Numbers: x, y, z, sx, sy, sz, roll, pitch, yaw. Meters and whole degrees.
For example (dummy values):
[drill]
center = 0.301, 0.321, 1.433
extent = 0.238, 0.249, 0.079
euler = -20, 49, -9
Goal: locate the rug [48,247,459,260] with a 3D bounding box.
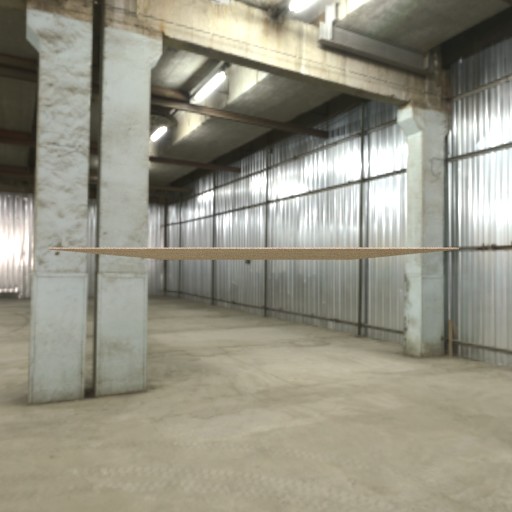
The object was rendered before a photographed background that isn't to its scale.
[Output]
[rug]
center = 0.000, 0.000, 3.909
extent = 2.313, 0.009, 2.939
euler = 0, -2, 0
